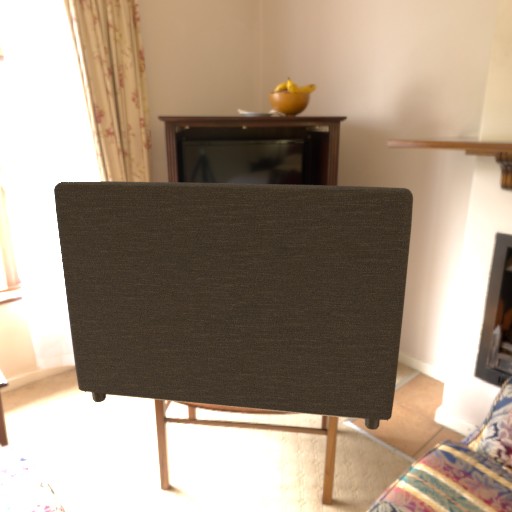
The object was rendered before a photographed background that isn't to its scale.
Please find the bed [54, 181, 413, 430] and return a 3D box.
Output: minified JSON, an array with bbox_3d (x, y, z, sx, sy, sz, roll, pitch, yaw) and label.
[{"bbox_3d":[0.000,0.000,3.339,1.884,1.330,2.142,3,16,9],"label":"bed"}]
